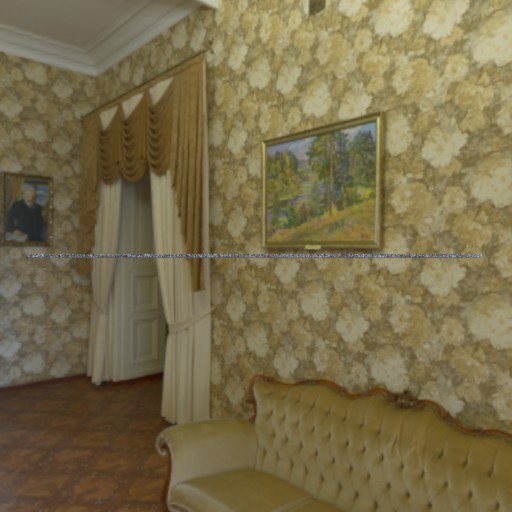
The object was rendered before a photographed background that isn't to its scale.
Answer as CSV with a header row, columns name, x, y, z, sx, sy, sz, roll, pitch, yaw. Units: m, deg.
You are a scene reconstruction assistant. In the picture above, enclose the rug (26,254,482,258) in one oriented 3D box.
name,x,y,z,sx,sy,sz,roll,pitch,yaw
rug,0.000,0.000,4.099,3.000,0.025,2.401,0,0,2
